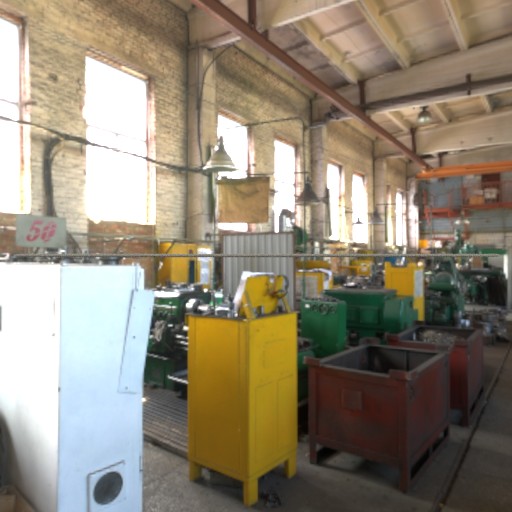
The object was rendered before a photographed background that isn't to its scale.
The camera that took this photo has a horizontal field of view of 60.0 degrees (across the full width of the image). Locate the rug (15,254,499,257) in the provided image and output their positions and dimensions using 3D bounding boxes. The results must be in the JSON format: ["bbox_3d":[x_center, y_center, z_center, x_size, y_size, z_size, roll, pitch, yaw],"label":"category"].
[{"bbox_3d":[0.000,0.000,2.840,2.294,0.014,1.528,0,0,0],"label":"rug"}]
